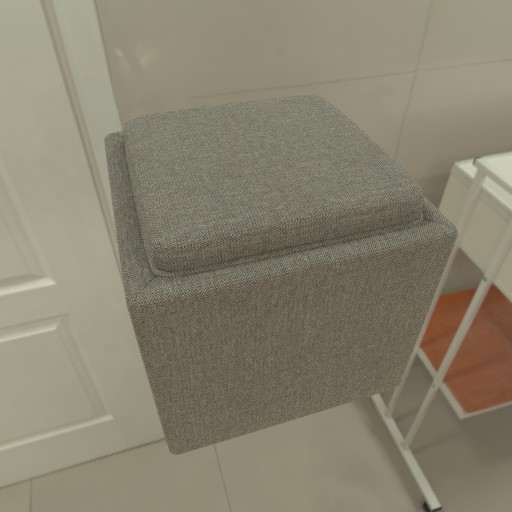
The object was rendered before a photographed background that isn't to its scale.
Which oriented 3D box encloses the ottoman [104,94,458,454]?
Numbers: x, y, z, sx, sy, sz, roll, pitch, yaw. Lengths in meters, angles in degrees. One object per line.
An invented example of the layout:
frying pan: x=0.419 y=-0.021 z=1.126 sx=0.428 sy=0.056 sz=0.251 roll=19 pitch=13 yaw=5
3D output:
ottoman: x=0.000 y=0.000 z=0.820 sx=0.450 sy=0.460 sz=0.450 roll=-12 pitch=43 yaw=-13
